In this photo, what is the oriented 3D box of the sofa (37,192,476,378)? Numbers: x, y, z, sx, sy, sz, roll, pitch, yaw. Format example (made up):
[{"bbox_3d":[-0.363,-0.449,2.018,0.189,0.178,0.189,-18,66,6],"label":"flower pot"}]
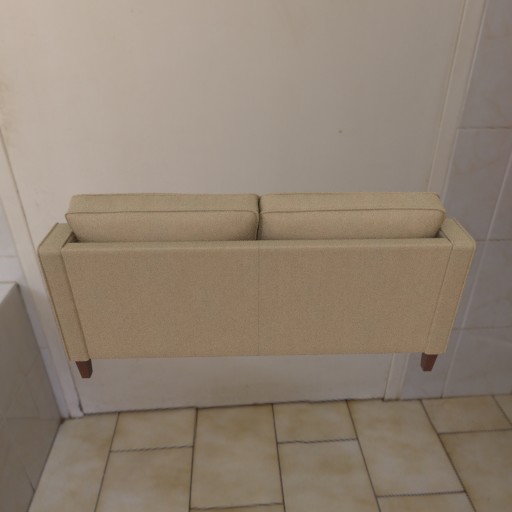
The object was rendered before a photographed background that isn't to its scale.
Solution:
[{"bbox_3d":[0.000,0.000,2.813,2.178,1.071,1.066,-1,30,-1],"label":"sofa"}]
